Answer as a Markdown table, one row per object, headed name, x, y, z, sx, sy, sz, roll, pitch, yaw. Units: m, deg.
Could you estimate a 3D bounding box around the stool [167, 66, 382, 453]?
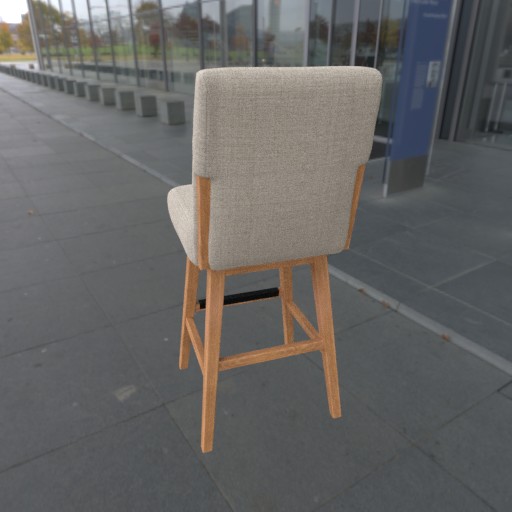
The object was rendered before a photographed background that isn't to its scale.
| name | x | y | z | sx | sy | sz | roll | pitch | yaw |
| --- | --- | --- | --- | --- | --- | --- | --- | --- | --- |
| stool | 0.000 | 0.000 | 1.390 | 0.483 | 1.106 | 0.569 | -8 | 26 | -17 |
